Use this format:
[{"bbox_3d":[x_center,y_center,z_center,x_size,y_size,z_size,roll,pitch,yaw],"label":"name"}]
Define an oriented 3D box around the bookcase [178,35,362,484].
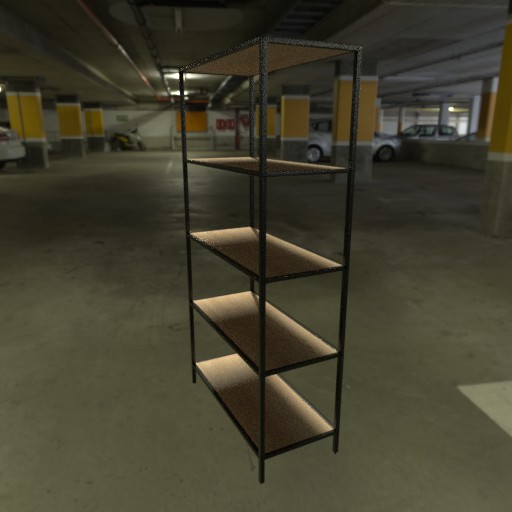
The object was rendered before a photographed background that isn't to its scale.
[{"bbox_3d":[0.000,0.000,1.826,0.350,1.500,0.770,-8,18,-26],"label":"bookcase"}]
